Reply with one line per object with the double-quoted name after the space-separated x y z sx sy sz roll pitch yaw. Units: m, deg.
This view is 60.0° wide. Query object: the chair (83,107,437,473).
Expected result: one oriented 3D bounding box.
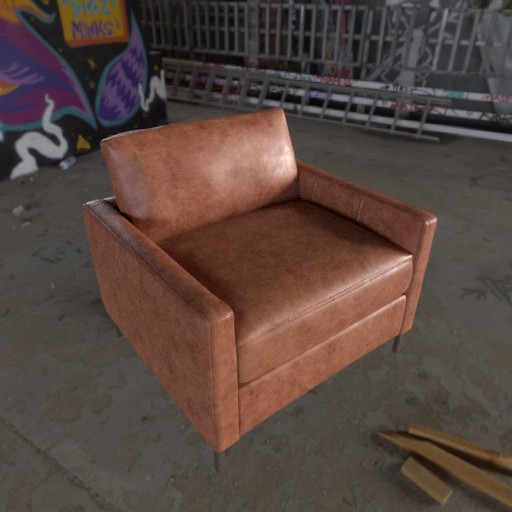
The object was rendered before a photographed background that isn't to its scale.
0.000 0.000 1.638 0.967 0.869 0.862 -22 37 -31 "chair"
